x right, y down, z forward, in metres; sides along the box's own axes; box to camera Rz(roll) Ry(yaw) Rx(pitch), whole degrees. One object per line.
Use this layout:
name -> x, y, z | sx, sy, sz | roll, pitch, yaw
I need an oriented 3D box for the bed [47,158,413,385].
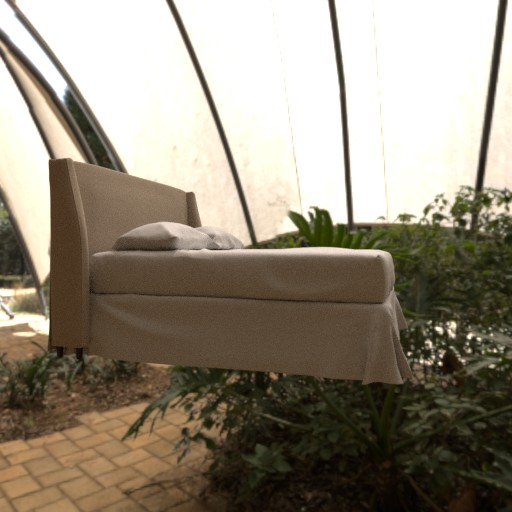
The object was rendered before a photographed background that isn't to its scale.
bed -> 0.000, 0.000, 3.457 | 2.276, 1.332, 1.925 | 0, 1, 18
